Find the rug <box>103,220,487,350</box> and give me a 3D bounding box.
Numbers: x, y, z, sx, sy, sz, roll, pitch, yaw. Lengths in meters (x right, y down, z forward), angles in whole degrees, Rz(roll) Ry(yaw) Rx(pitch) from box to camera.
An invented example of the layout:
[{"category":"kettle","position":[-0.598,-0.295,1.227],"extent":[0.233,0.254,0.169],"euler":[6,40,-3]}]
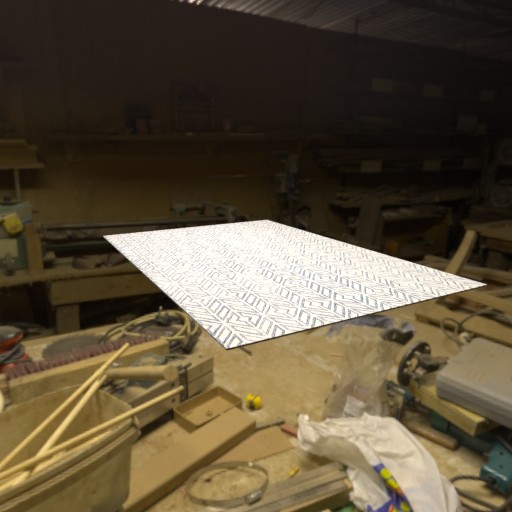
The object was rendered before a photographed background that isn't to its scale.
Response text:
[{"category":"rug","position":[0.000,0.000,2.356],"extent":[1.220,0.008,1.824],"euler":[-8,17,-28]}]
